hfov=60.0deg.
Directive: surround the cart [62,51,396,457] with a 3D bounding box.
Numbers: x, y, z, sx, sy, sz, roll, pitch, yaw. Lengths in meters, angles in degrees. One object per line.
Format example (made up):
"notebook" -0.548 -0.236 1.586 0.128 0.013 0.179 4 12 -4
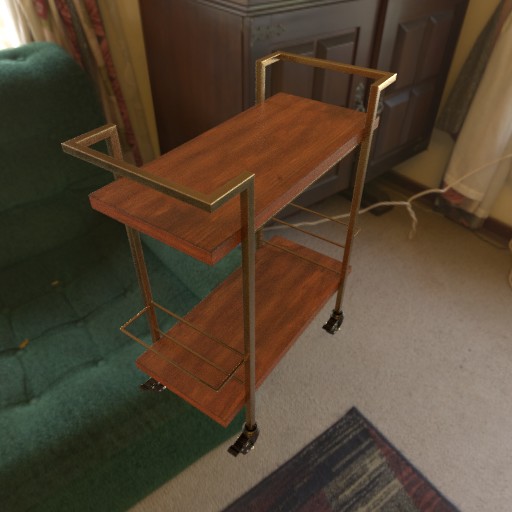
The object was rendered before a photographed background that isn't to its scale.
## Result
"cart" 0.000 0.000 1.157 0.364 0.807 0.695 24 45 26
